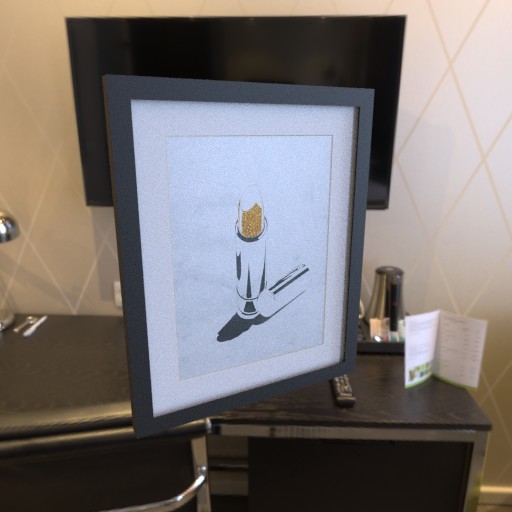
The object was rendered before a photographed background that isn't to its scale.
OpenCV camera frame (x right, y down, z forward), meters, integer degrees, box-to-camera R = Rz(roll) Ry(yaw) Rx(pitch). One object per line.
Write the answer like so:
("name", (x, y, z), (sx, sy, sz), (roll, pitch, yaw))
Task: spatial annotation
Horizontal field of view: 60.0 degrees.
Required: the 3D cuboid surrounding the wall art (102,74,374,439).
("wall art", (0.000, 0.000, 0.768), (0.457, 0.559, 0.029), (-8, 18, -27))
